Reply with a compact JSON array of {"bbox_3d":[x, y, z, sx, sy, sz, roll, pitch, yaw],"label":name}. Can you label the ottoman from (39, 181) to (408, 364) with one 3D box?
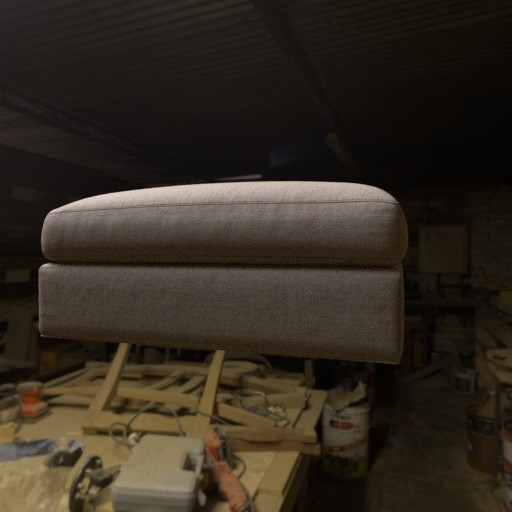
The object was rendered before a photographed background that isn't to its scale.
[{"bbox_3d":[0.000,0.000,1.624,1.041,0.470,1.041,0,1,18],"label":"ottoman"}]
